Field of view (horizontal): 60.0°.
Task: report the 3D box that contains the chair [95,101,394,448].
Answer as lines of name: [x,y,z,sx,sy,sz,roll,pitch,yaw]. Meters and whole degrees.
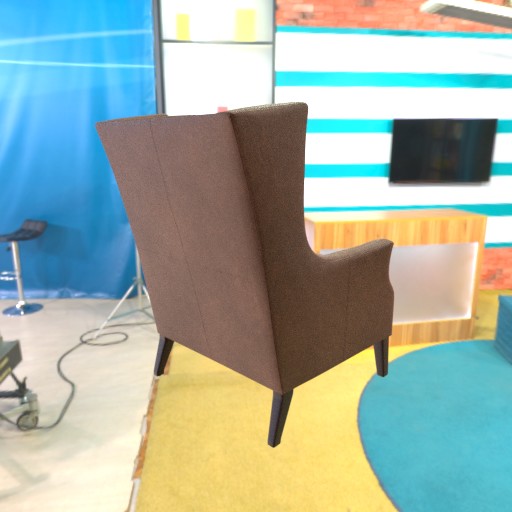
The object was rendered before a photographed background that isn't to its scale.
chair: [0.000,0.000,1.750,0.815,1.088,0.913,13,19,43]
